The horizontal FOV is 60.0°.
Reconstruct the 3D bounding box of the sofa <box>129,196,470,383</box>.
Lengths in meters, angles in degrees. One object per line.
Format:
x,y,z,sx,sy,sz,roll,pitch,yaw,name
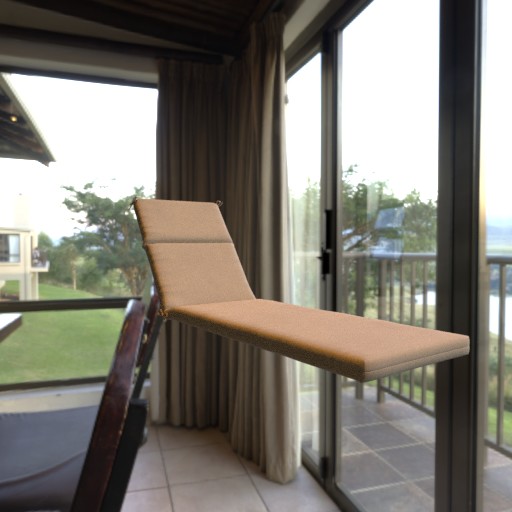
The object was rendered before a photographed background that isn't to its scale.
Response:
0.000,0.000,1.937,0.582,0.622,1.663,-1,2,-36,sofa
